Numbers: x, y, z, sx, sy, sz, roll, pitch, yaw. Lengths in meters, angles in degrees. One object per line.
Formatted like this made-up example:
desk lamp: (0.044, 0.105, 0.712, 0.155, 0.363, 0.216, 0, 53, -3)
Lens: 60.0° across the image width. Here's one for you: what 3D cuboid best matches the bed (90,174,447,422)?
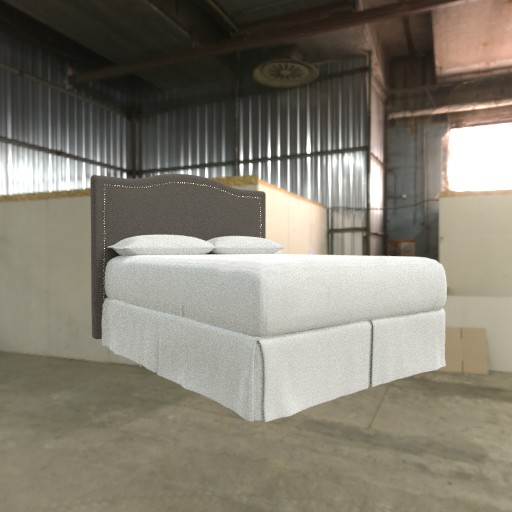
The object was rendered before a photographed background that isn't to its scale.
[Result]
bed: (0.000, 0.000, 3.114, 1.666, 1.387, 2.036, -1, 2, -38)
